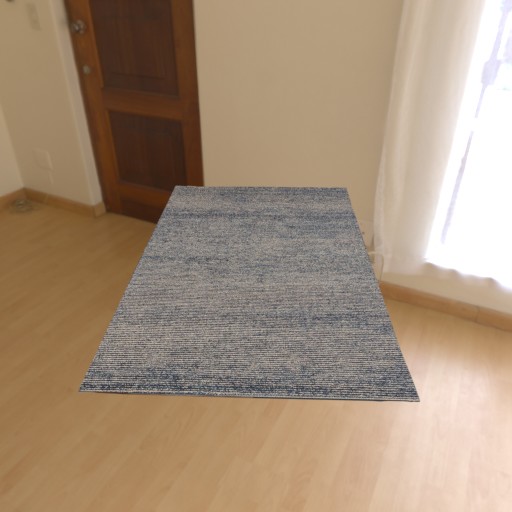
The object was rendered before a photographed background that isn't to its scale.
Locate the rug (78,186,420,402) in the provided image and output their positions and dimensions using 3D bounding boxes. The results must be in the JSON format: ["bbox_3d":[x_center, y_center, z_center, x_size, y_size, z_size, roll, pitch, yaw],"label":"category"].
[{"bbox_3d":[0.000,0.000,2.248,1.159,0.025,1.793,1,32,2],"label":"rug"}]
